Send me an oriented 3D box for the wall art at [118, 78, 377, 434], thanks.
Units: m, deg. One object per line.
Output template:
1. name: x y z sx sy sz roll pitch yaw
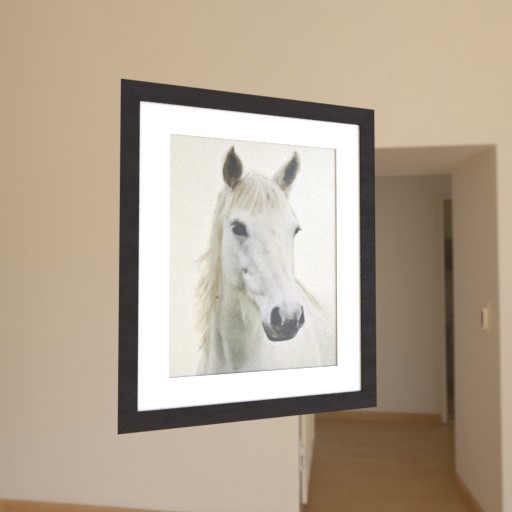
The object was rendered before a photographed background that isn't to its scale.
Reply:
1. wall art: 0.000 0.000 0.771 0.455 0.552 0.034 1 -2 -17
